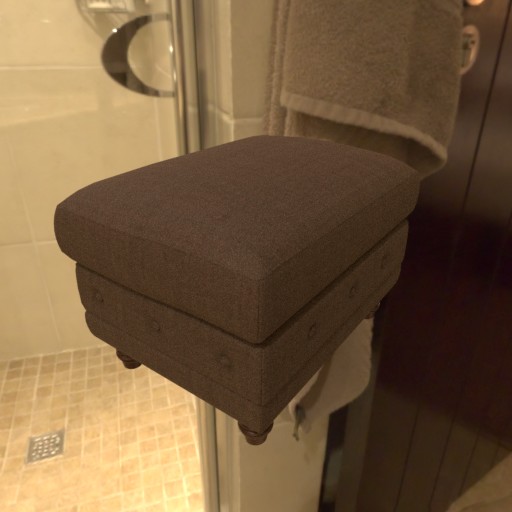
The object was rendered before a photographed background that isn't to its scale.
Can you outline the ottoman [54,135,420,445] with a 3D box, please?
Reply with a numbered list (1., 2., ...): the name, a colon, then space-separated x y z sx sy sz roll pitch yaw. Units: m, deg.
1. ottoman: 0.000 0.000 1.214 0.599 0.555 0.809 18 32 32
